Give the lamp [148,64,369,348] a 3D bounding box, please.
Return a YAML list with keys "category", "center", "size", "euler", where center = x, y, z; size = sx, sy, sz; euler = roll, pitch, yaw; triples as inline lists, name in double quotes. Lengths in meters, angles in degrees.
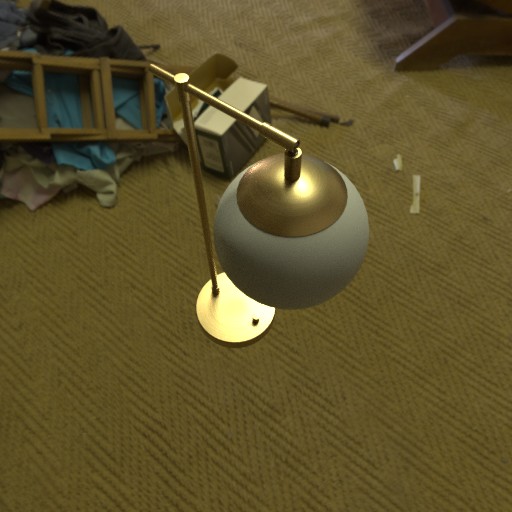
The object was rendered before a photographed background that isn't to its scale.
- category: "lamp"
  center: [0.000, 0.000, 0.714]
  size: [0.324, 0.559, 0.207]
  euler: [34, 64, 19]
